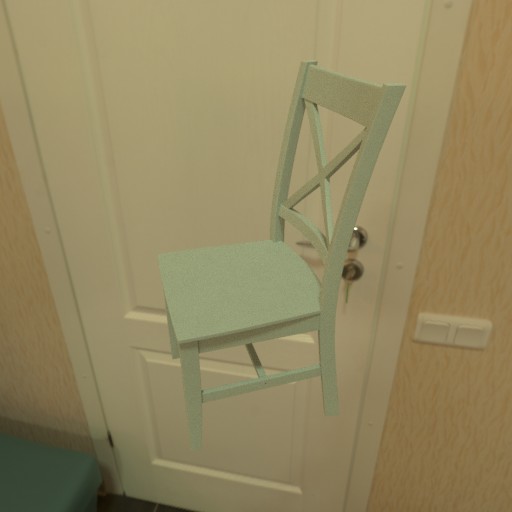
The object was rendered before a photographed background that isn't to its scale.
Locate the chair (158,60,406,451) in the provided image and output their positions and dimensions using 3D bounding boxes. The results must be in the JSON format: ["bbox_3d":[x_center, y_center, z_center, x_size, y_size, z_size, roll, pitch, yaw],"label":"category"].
[{"bbox_3d":[0.000,0.000,1.286,0.542,0.983,0.485,-9,31,-15],"label":"chair"}]
